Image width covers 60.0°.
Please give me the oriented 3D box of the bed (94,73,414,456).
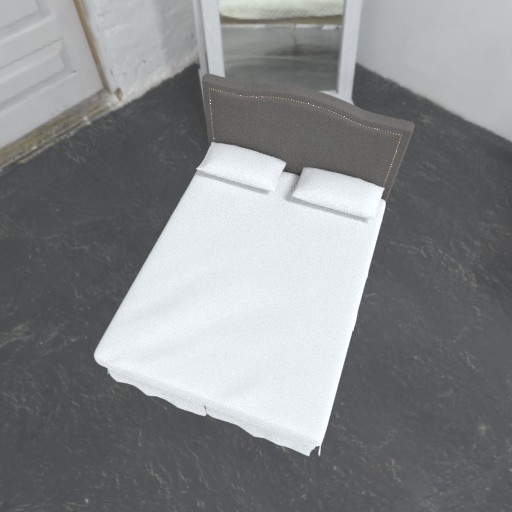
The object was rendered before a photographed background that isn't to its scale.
[{"bbox_3d":[0.000,0.000,3.433,1.821,1.436,2.282,17,60,10],"label":"bed"}]
